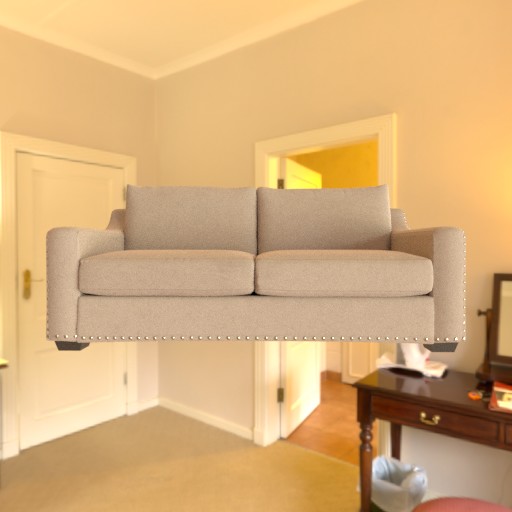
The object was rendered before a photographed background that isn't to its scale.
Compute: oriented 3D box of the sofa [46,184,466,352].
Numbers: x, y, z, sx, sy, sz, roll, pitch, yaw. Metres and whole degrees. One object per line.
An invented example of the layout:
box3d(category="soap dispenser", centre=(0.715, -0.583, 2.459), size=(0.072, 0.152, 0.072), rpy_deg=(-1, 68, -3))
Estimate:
box3d(category="sofa", centre=(0.000, 0.000, 2.538), size=(1.967, 0.901, 1.030), rpy_deg=(0, 1, 1))
